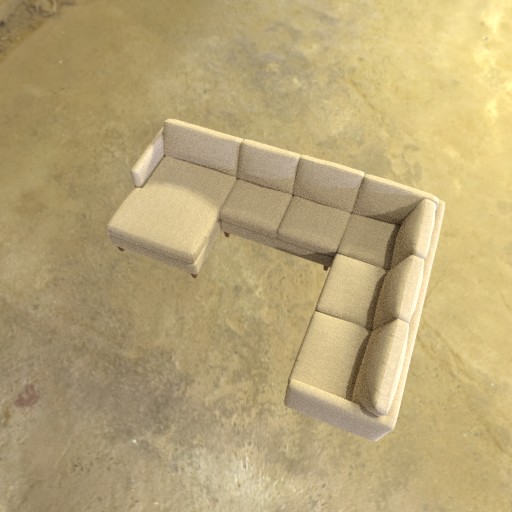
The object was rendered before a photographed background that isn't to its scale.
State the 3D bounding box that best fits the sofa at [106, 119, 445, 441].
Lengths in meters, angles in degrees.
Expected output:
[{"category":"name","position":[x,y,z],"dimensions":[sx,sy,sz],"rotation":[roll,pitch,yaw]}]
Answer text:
[{"category":"sofa","position":[0.000,0.000,4.756],"dimensions":[3.460,0.961,2.594],"rotation":[19,60,11]}]
